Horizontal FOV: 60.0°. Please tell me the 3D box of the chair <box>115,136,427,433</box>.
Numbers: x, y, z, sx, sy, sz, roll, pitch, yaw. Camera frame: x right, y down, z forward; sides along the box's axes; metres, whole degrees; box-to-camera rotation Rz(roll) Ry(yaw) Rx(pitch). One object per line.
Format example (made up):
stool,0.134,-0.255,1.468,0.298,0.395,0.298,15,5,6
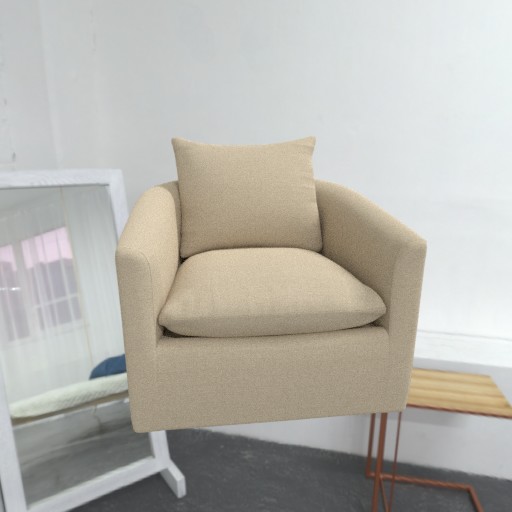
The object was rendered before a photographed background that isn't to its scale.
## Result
chair,0.000,0.000,1.616,0.845,0.848,0.910,-2,15,-7
